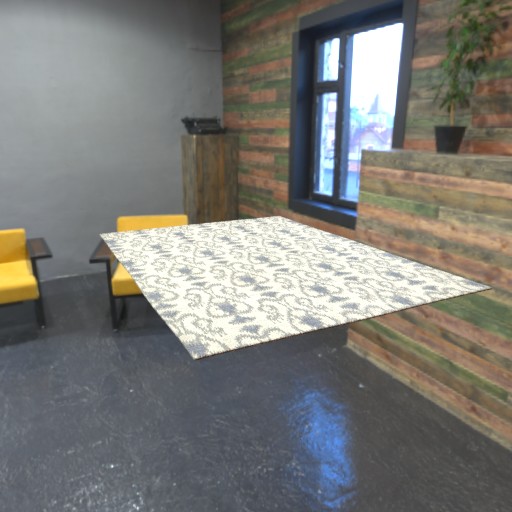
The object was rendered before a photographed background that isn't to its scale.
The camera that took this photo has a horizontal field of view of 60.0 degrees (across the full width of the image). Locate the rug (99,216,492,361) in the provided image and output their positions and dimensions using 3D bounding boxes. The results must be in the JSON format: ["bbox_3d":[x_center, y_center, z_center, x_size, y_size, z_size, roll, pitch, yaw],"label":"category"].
[{"bbox_3d":[0.000,0.000,2.959,1.676,0.013,2.261,-8,18,-26],"label":"rug"}]
